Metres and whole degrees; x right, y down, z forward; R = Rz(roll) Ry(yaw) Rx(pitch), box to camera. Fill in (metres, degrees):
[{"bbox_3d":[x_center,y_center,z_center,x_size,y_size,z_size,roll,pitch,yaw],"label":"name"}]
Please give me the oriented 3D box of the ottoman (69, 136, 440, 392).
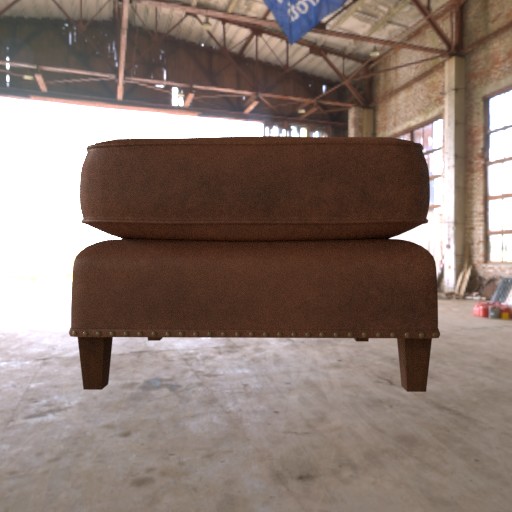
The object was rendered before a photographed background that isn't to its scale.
[{"bbox_3d":[0.000,0.000,1.143,0.738,0.537,0.589,0,1,1],"label":"ottoman"}]
